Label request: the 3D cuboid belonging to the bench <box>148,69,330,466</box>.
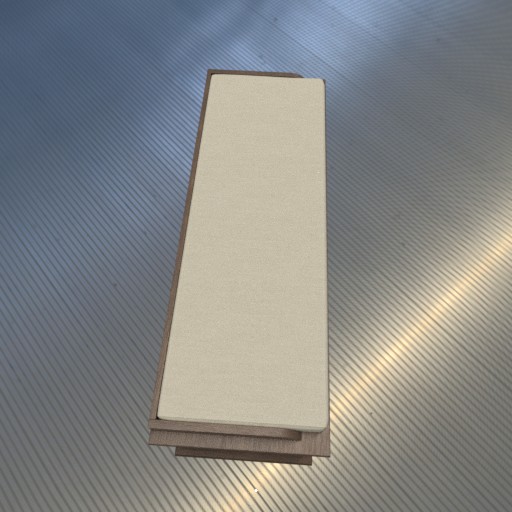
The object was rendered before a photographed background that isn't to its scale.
[{"bbox_3d":[0.000,0.000,1.427,0.402,0.501,1.185,3,62,2],"label":"bench"}]
